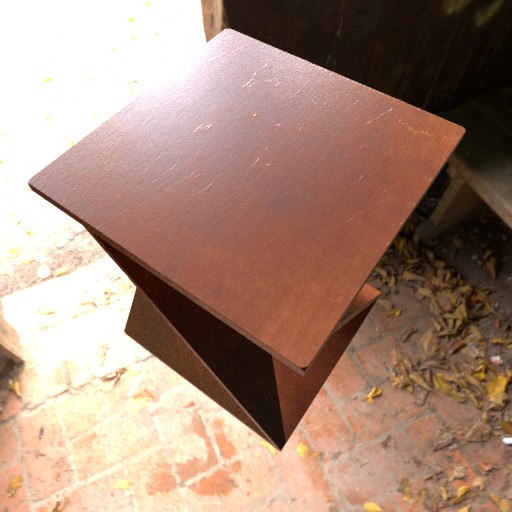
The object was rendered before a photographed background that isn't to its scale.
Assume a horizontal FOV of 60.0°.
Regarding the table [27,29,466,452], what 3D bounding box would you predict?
[{"bbox_3d":[0.000,0.000,0.820,0.427,0.520,0.427,31,63,18],"label":"table"}]
